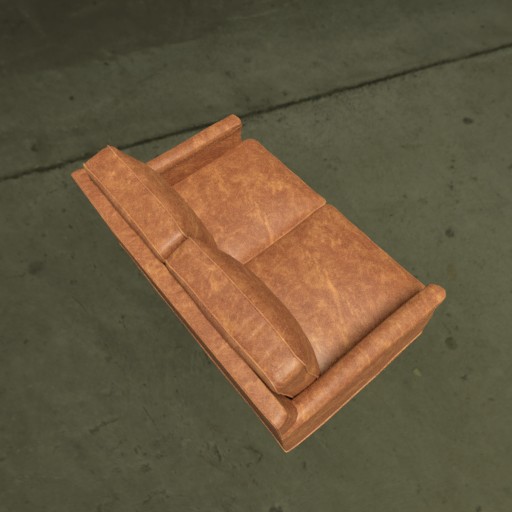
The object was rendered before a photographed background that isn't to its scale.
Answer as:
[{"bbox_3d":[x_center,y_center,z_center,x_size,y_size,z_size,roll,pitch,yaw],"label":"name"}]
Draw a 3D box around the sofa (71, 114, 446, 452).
[{"bbox_3d":[0.000,0.000,2.279,1.084,1.003,1.597,-35,64,-20],"label":"sofa"}]
